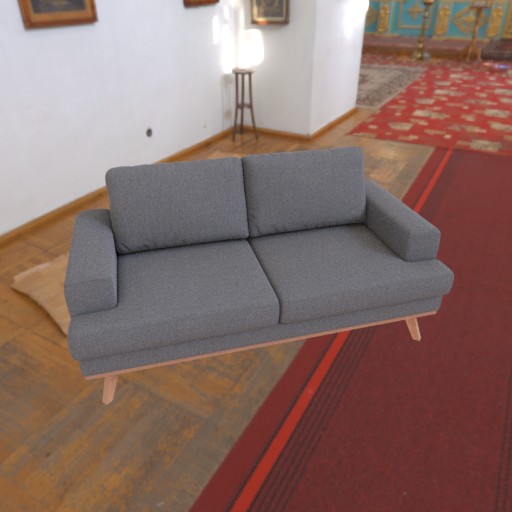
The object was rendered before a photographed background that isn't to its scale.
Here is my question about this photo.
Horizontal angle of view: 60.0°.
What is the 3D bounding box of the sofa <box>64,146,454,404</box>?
[{"bbox_3d":[0.000,0.000,2.100,1.650,0.810,0.785,-8,32,-13],"label":"sofa"}]
